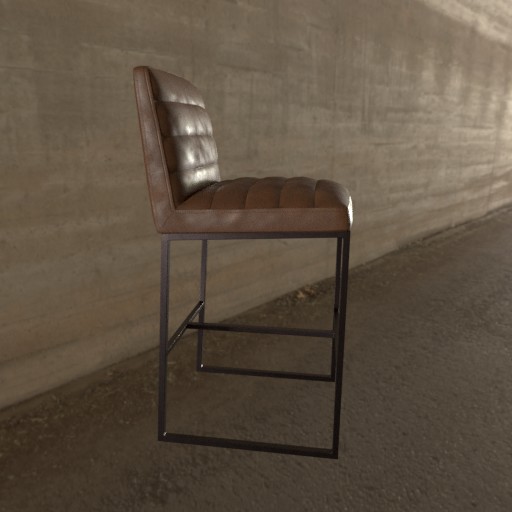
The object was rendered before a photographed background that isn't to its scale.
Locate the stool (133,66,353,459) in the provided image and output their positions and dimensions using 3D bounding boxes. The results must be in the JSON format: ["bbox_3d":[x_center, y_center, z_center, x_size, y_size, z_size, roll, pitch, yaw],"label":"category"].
[{"bbox_3d":[0.000,0.000,1.375,0.562,1.065,0.463,2,15,8],"label":"stool"}]
